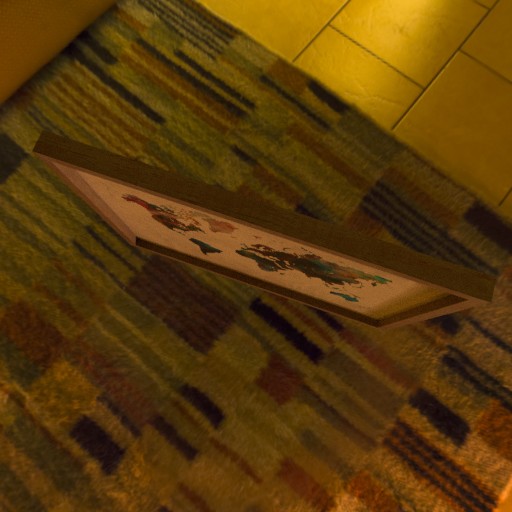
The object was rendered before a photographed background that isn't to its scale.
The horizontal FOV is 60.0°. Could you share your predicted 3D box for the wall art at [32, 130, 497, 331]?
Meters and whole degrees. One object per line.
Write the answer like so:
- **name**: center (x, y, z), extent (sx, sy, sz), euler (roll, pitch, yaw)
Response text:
- **wall art**: center (0.000, 0.000, 1.703), extent (1.320, 1.009, 0.070), euler (19, 77, 4)
